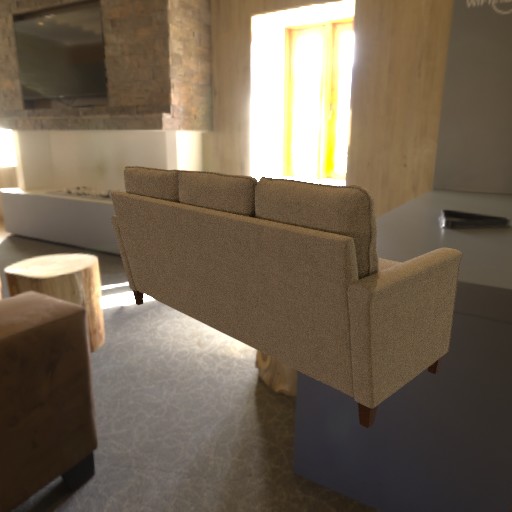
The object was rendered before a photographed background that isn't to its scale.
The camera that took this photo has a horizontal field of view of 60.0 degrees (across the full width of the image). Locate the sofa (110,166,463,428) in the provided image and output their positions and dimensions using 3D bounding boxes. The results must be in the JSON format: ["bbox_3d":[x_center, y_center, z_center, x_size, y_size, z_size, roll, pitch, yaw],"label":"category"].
[{"bbox_3d":[0.000,0.000,2.464,0.828,0.959,1.925,-15,21,-42],"label":"sofa"}]
